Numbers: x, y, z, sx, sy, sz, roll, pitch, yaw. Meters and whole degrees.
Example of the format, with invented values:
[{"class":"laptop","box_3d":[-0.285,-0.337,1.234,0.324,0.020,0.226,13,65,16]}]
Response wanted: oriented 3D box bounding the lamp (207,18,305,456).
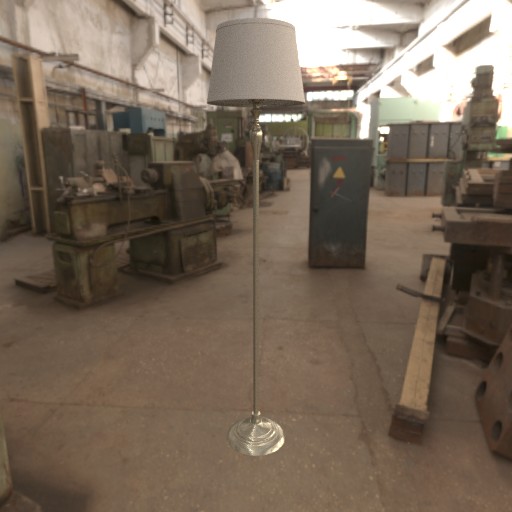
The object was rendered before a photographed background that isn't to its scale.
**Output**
[{"class":"lamp","box_3d":[0.000,0.000,1.609,0.327,1.506,0.327,2,15,8]}]
